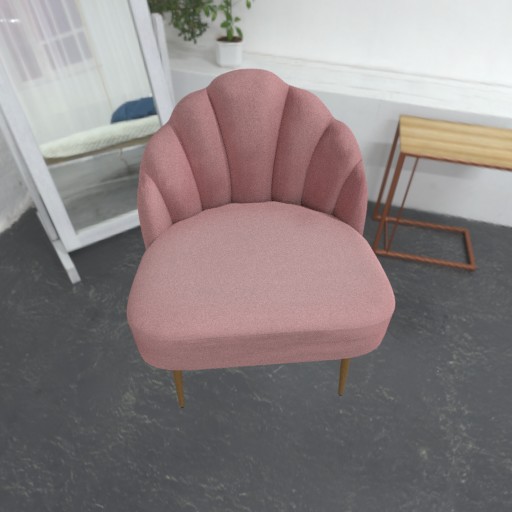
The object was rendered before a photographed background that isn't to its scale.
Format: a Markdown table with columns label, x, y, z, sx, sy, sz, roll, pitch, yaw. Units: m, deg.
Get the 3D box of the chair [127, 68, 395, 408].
| label | x | y | z | sx | sy | sz | roll | pitch | yaw |
| --- | --- | --- | --- | --- | --- | --- | --- | --- | --- |
| chair | 0.000 | 0.000 | 1.256 | 0.657 | 0.819 | 0.599 | -3 | 46 | -3 |
